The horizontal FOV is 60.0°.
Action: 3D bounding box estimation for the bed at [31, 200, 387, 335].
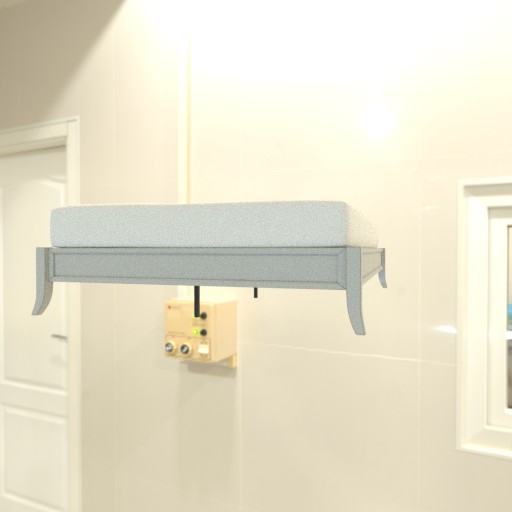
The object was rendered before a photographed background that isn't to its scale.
[{"bbox_3d":[0.000,0.000,2.689,1.460,0.510,1.985,0,1,19],"label":"bed"}]
